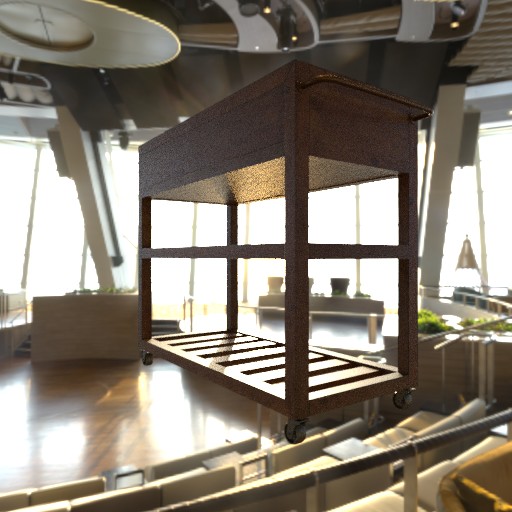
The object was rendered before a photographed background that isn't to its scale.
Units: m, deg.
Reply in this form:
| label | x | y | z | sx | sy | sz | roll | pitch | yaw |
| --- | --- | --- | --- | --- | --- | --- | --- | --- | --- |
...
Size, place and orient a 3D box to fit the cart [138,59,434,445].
| label | x | y | z | sx | sy | sz | roll | pitch | yaw |
| --- | --- | --- | --- | --- | --- | --- | --- | --- | --- |
| cart | 0.000 | 0.000 | 1.435 | 0.445 | 0.830 | 1.065 | 0 | 0 | -35 |
